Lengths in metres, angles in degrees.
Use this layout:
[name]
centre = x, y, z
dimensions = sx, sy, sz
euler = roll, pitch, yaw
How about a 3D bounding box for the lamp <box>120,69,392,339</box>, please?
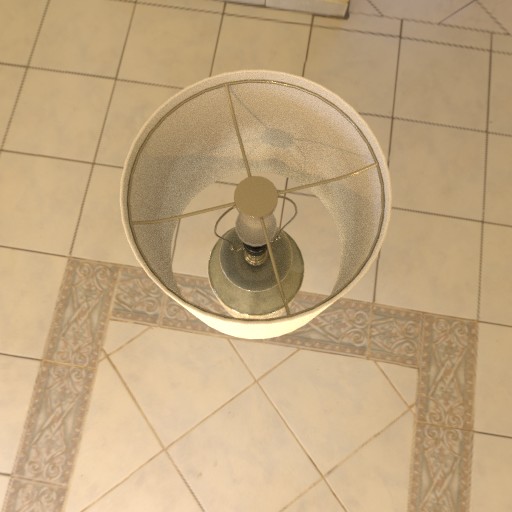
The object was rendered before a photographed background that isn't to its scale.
[lamp]
centre = 0.000, 0.000, 0.565
dimensions = 0.211, 0.455, 0.211
euler = 0, 76, 0
